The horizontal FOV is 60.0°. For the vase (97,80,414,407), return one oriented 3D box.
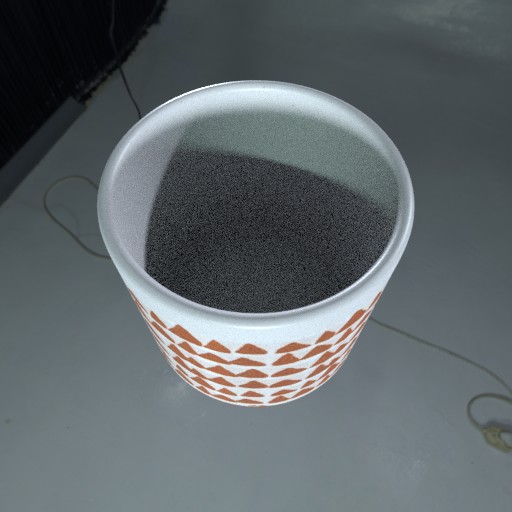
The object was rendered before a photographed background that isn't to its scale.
[{"bbox_3d":[0.000,0.000,0.246,0.137,0.127,0.137,0,59,0],"label":"vase"}]
